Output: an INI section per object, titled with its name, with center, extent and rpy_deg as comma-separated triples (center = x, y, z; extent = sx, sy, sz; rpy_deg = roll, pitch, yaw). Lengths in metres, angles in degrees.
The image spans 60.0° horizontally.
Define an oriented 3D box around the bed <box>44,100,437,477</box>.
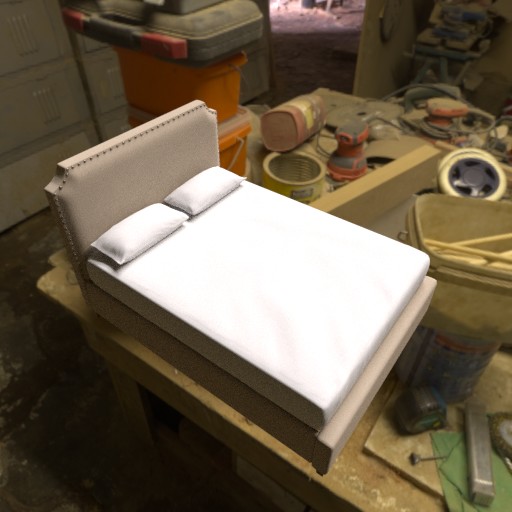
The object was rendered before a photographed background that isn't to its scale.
[bed]
center = 0.000, 0.000, 3.352
extent = 2.329, 1.415, 1.703
rpy_deg = 26, 47, 27
